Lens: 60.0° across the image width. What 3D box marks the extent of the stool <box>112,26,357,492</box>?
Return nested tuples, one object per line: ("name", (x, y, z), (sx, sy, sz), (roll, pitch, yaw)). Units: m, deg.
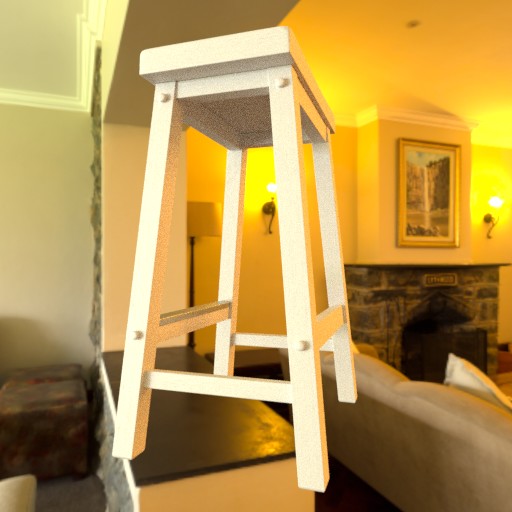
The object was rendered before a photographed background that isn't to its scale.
("stool", (0.000, 0.000, 0.811), (0.322, 0.610, 0.406), (0, 0, 19))
